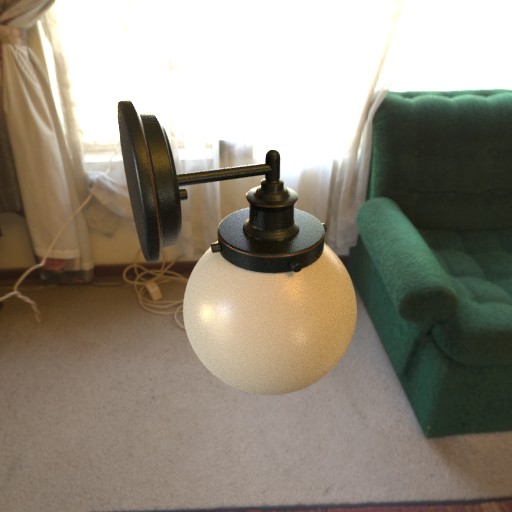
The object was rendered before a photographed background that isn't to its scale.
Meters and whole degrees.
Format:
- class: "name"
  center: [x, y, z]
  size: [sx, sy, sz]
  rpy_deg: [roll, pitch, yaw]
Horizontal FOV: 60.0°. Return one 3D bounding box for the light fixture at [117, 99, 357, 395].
- class: "light fixture"
  center: [0.000, 0.000, 0.469]
  size: [0.230, 0.332, 0.197]
  rpy_deg: [-11, 33, -18]
